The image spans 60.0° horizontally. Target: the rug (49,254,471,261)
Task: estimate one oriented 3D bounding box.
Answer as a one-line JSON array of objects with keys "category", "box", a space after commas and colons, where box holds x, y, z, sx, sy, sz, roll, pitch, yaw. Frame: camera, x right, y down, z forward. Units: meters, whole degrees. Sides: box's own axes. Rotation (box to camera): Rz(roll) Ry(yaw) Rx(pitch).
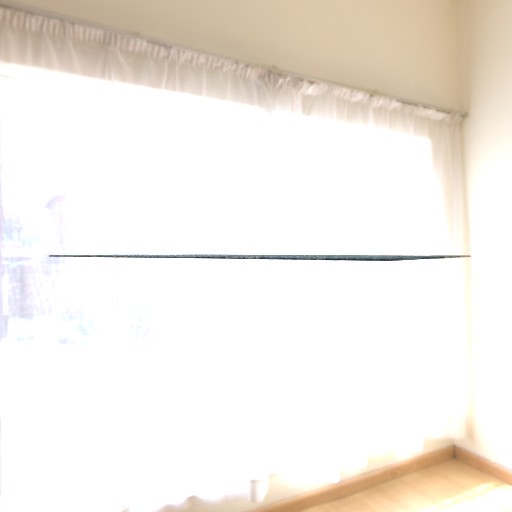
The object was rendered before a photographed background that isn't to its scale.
[{"category": "rug", "box": [0.000, 0.000, 2.295, 1.836, 0.009, 1.232, 0, 1, 36]}]
